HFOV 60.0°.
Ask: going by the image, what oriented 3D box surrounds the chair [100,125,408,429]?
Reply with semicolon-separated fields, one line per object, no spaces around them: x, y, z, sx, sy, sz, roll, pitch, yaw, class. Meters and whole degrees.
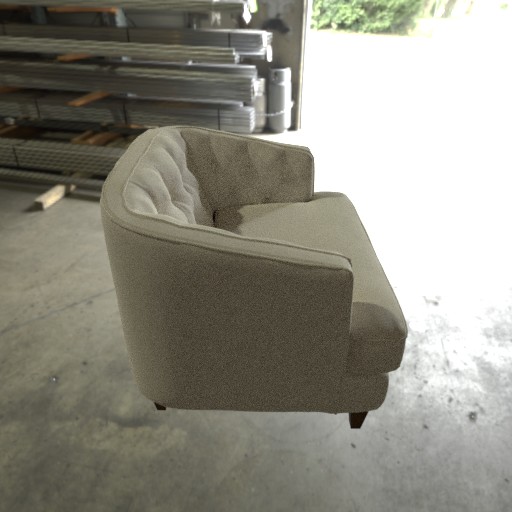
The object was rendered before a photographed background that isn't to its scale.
0.000;0.000;1.769;0.941;0.852;1.104;0;31;0;chair
